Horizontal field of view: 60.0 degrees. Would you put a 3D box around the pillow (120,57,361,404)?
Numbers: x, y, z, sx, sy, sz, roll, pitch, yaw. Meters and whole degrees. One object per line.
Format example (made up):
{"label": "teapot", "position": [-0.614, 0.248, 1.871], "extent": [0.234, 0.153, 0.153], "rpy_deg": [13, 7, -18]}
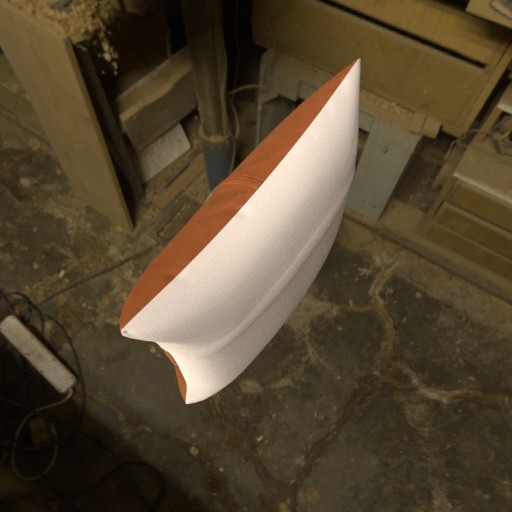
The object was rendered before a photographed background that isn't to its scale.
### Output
{"label": "pillow", "position": [0.000, 0.000, 0.756], "extent": [0.192, 0.477, 0.501], "rpy_deg": [32, 67, 15]}
